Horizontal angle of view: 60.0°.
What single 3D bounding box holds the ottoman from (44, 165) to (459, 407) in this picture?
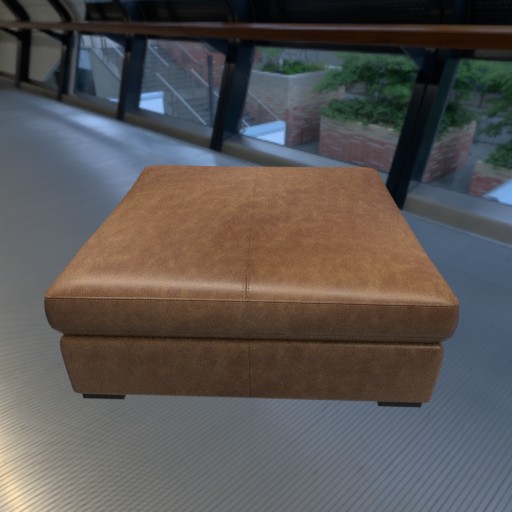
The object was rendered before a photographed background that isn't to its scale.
[{"bbox_3d":[0.000,0.000,1.803,1.169,0.483,1.168,1,29,2],"label":"ottoman"}]
